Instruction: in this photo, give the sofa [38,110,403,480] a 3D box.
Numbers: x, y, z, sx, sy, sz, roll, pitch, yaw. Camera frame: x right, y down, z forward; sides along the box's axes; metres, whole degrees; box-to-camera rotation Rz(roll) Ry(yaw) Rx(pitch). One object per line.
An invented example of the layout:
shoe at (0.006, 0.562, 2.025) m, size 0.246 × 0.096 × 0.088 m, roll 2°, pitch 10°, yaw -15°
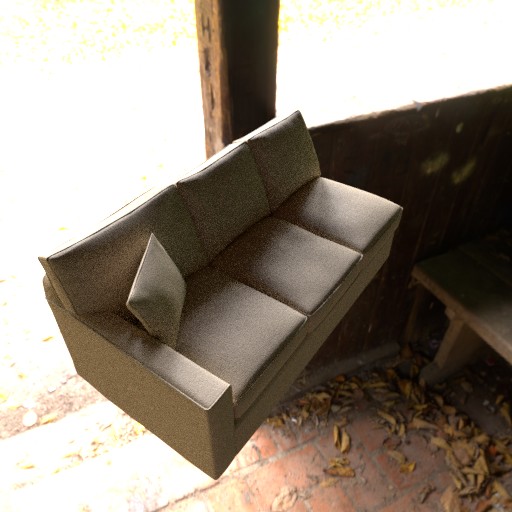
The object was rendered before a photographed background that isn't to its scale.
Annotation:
sofa at (0.000, 0.000, 2.525) m, size 1.034 × 0.946 × 1.962 m, roll 25°, pitch 46°, yaw 27°
